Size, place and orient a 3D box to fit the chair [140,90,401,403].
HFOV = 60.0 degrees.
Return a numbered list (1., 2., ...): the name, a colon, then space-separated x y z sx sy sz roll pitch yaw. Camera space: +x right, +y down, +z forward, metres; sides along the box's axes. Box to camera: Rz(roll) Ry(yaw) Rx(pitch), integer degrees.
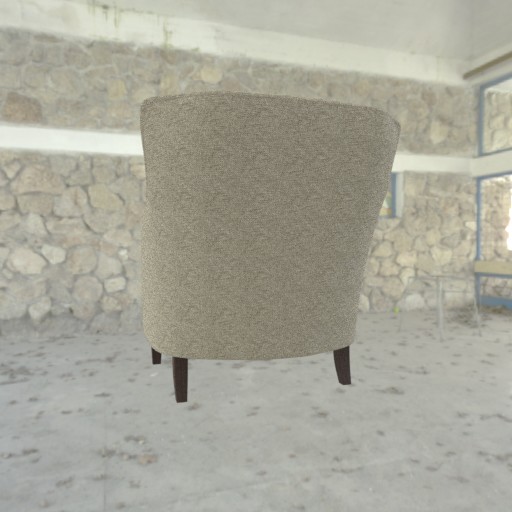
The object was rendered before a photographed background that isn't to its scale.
1. chair: 0.000 0.000 1.651 0.820 0.920 0.910 0 1 -18
